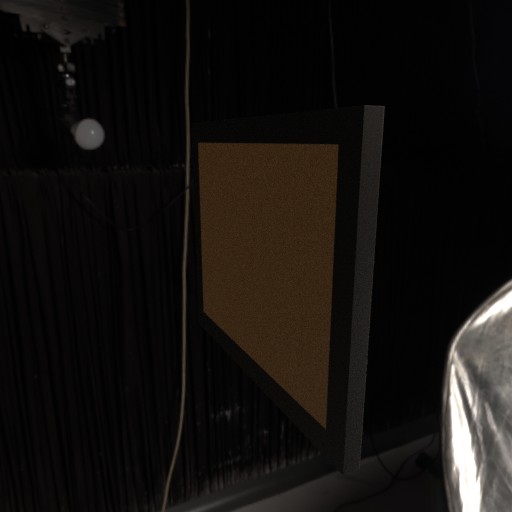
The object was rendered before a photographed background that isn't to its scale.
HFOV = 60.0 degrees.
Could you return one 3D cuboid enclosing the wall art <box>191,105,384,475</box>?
[{"bbox_3d":[0.000,0.000,0.770,0.028,0.460,0.561,-7,16,-26],"label":"wall art"}]
